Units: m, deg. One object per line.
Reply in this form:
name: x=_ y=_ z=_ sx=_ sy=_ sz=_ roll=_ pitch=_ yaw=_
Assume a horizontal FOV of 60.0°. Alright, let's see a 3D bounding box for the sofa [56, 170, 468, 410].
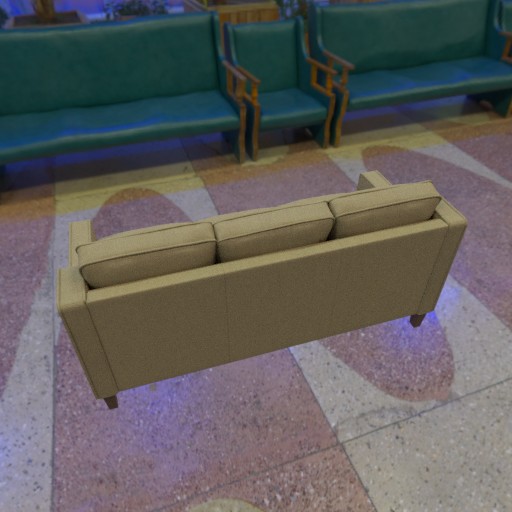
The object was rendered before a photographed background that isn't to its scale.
sofa: x=0.000 y=0.000 z=2.568 sx=1.986 sy=0.974 sz=0.911 roll=-12 pitch=42 yaw=-13
